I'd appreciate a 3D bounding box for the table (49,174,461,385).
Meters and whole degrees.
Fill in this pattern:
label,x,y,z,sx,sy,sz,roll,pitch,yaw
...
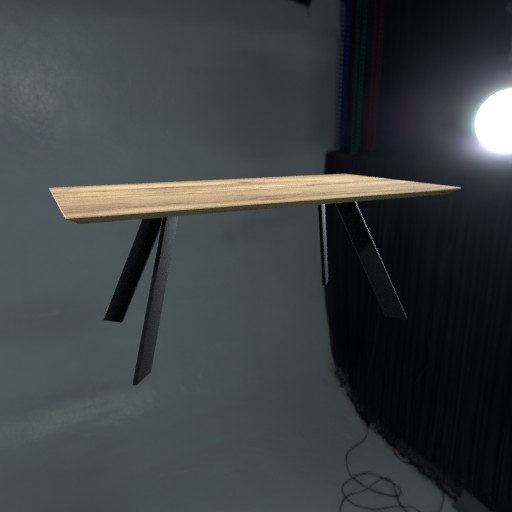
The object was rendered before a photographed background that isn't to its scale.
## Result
label,x,y,z,sx,sy,sz,roll,pitch,yaw
table,0.000,0.000,2.510,2.000,0.770,1.000,-8,17,-26
